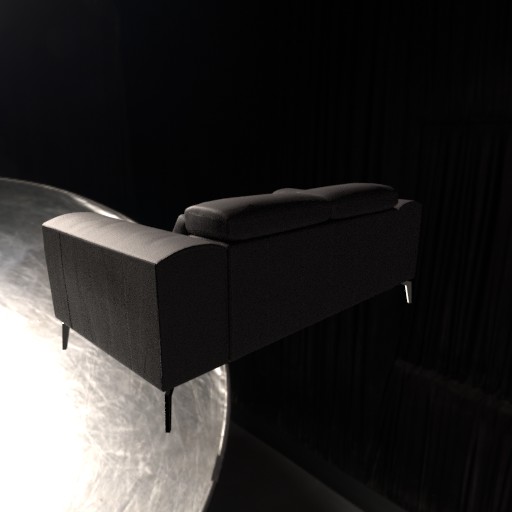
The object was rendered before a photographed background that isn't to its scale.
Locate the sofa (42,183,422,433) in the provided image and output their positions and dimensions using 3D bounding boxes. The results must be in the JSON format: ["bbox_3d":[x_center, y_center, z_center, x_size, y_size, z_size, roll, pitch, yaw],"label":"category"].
[{"bbox_3d":[0.000,0.000,2.430,1.895,0.779,1.003,-14,20,-43],"label":"sofa"}]
